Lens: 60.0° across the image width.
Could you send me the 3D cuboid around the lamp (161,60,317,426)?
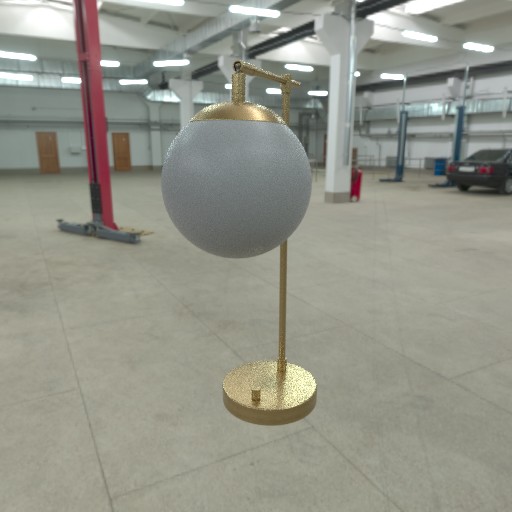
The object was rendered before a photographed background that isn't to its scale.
[{"bbox_3d":[0.000,0.000,0.695,0.207,0.559,0.324,7,16,26],"label":"lamp"}]
